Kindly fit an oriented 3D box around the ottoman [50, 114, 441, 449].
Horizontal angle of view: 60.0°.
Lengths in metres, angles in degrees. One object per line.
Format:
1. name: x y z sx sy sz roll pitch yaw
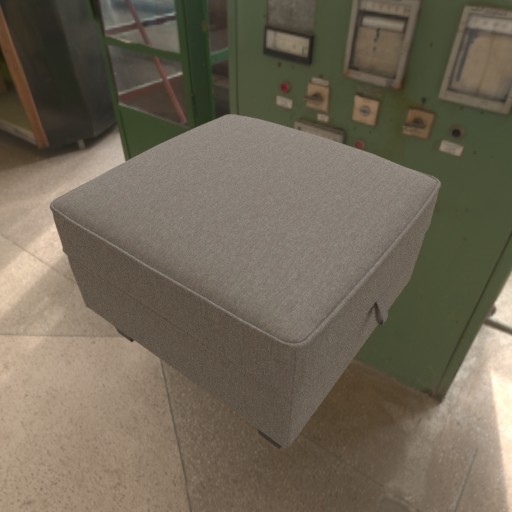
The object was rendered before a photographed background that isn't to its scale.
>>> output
1. ottoman: 0.000 0.000 1.386 0.871 0.612 0.808 26 47 28
